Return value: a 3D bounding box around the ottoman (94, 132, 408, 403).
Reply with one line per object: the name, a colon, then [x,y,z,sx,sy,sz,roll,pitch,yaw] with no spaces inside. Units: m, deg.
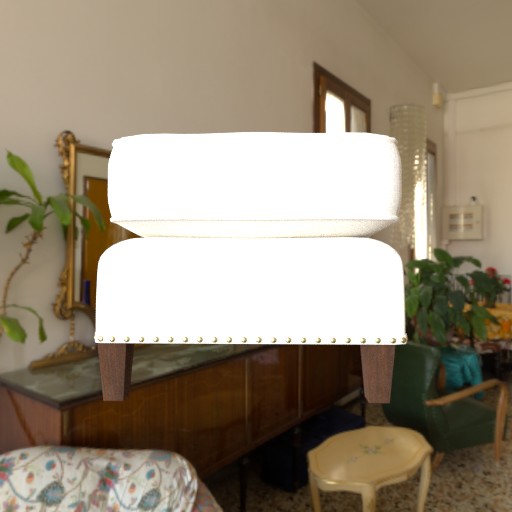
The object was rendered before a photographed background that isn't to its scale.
ottoman: [0.000,0.000,1.164,0.589,0.537,0.738,0,0,1]
